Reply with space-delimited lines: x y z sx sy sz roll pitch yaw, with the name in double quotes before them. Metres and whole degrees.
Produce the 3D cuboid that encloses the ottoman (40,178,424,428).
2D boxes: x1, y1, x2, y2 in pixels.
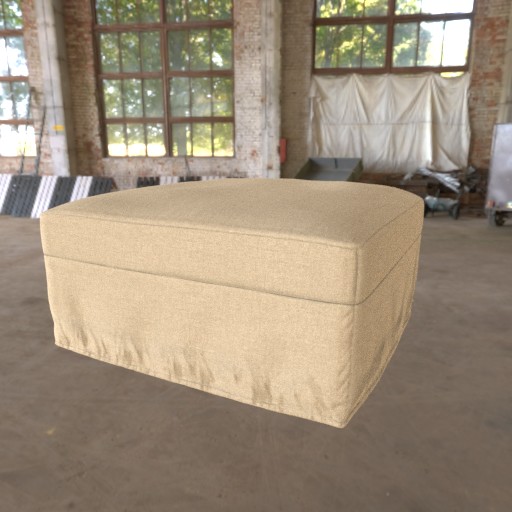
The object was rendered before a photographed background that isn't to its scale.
"ottoman" 0.000 0.000 1.318 0.843 0.436 0.840 7 16 27
